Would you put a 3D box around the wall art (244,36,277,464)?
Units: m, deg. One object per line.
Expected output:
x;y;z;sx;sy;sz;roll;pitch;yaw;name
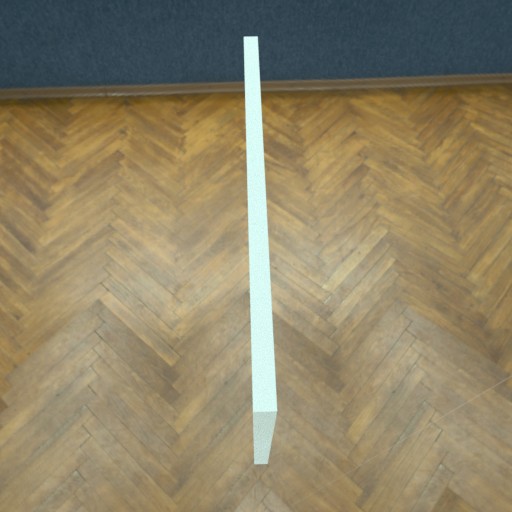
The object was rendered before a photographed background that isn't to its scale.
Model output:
0.000;0.000;1.645;0.051;0.902;1.308;-1;59;-1;wall art
